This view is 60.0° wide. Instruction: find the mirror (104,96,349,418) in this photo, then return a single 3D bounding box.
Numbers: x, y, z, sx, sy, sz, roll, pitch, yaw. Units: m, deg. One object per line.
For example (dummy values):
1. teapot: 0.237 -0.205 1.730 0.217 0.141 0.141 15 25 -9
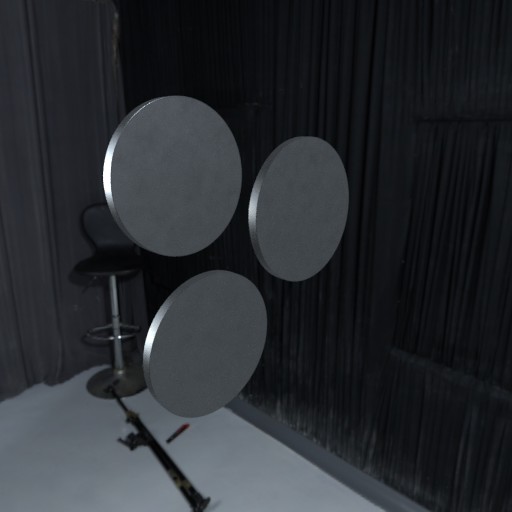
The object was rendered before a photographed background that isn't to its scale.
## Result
1. mirror: 0.000 0.000 3.181 2.160 2.096 0.076 -15 21 -43
